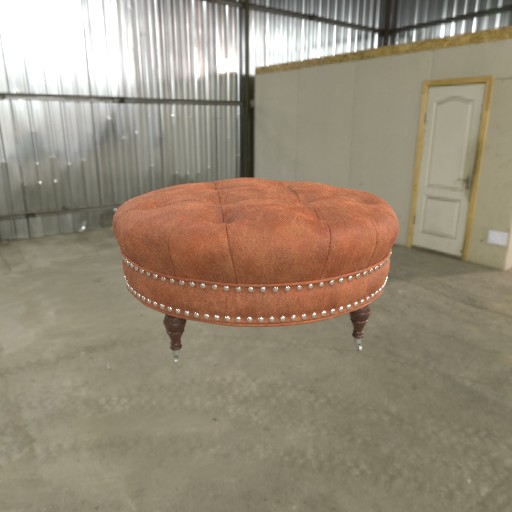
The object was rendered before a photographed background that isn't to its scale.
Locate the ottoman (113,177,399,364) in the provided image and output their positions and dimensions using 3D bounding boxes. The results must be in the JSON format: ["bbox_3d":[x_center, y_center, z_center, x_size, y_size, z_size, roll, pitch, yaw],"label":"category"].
[{"bbox_3d":[0.000,0.000,1.472,0.901,0.444,0.901,0,17,0],"label":"ottoman"}]
